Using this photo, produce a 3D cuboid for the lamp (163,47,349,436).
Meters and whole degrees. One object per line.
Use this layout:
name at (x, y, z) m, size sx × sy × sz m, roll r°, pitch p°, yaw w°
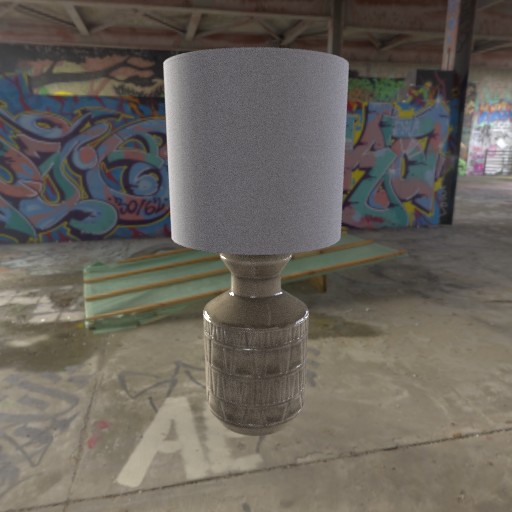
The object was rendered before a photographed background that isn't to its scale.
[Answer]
lamp at (0.000, 0.000, 0.571) m, size 0.211 × 0.455 × 0.211 m, roll 2°, pitch 14°, yaw 7°
